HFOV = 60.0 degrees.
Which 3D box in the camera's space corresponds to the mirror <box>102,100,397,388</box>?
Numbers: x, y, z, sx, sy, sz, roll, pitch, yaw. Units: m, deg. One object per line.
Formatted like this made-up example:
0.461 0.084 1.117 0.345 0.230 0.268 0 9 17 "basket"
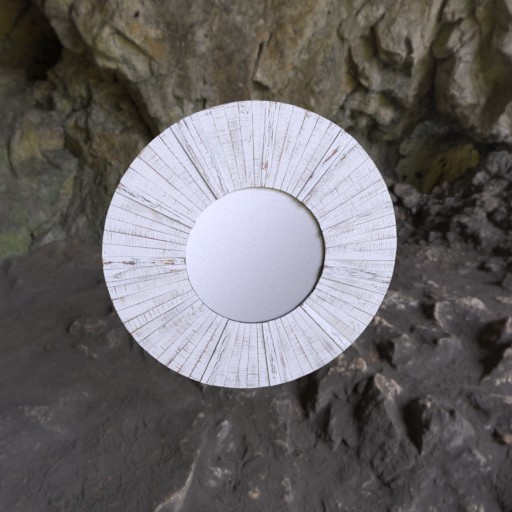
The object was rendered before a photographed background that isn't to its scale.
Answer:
0.000 0.000 1.383 0.914 0.914 0.038 -3 16 -9 "mirror"
